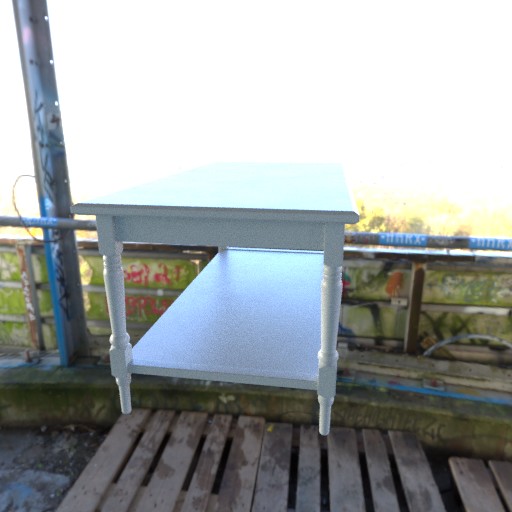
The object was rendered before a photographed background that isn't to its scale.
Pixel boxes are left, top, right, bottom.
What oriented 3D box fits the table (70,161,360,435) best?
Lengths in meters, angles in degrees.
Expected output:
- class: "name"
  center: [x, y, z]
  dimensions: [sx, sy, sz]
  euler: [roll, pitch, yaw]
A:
- class: "table"
  center: [0.000, 0.000, 1.414]
  dimensions: [0.551, 0.506, 1.109]
  euler: [3, 17, 9]
